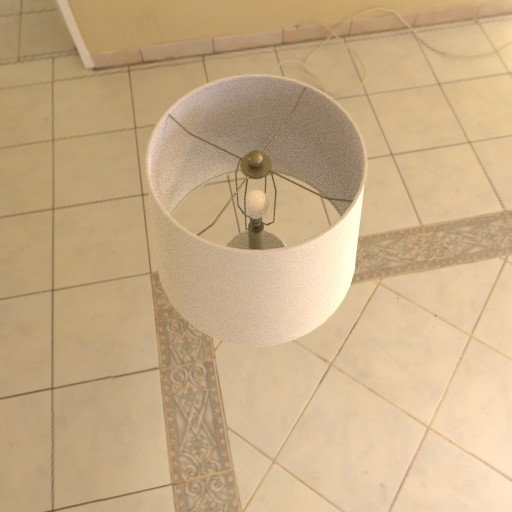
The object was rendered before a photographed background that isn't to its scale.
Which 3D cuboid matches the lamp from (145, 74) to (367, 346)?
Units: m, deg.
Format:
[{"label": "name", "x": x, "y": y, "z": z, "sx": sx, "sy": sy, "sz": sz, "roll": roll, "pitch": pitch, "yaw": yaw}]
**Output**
[{"label": "lamp", "x": 0.000, "y": 0.000, "z": 0.555, "sx": 0.239, "sy": 0.399, "sz": 0.239, "roll": 0, "pitch": 64, "yaw": 0}]
